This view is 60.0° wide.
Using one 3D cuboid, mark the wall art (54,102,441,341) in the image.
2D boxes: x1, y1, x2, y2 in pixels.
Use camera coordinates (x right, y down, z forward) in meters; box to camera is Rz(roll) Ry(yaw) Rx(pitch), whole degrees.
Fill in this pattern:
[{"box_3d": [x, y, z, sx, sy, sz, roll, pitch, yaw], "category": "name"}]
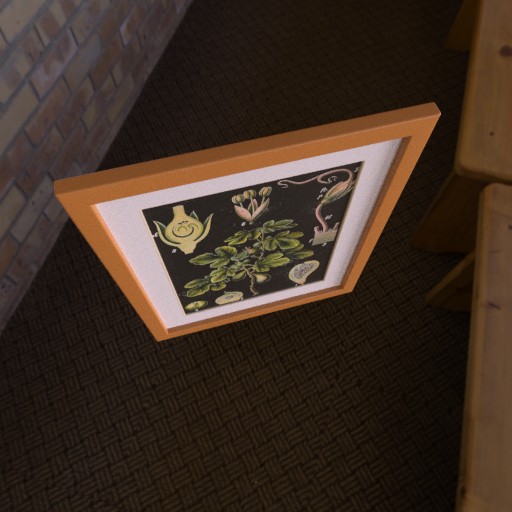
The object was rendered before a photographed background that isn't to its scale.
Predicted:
[{"box_3d": [0.000, 0.000, 0.515, 0.310, 0.379, 0.015, -14, 64, -7], "category": "wall art"}]
